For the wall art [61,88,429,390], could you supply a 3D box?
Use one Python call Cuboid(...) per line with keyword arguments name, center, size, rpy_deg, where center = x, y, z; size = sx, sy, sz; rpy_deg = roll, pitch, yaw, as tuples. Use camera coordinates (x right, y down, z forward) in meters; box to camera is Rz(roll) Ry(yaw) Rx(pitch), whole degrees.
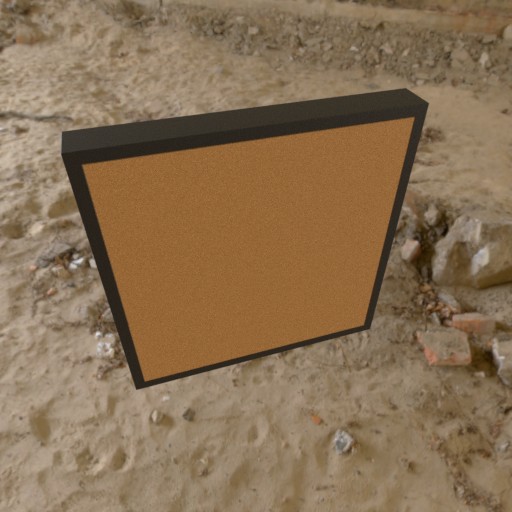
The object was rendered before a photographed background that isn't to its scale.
Cuboid(name="wall art", center=(0.000, 0.000, 0.463), size=(0.304, 0.304, 0.038), rpy_deg=(-12, 42, -13))
